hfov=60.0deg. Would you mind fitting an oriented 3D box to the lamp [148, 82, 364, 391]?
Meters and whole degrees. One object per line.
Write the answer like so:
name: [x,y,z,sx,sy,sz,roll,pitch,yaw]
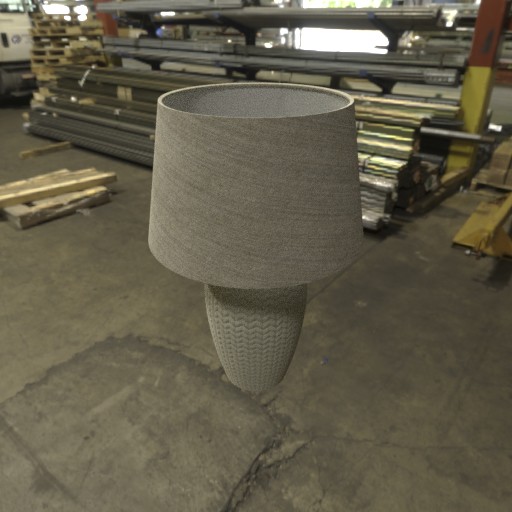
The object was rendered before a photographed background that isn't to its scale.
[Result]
lamp: [0.000,0.000,0.846,0.390,0.580,0.390,0,29,0]
